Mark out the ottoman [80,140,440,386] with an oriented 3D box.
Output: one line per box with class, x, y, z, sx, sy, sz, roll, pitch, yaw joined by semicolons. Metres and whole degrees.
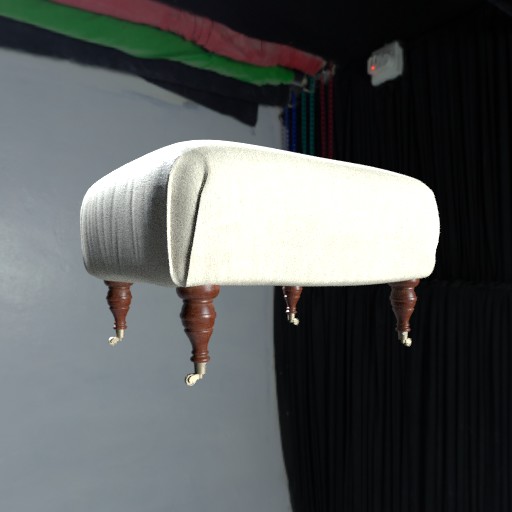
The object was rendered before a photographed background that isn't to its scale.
ottoman;0.000;0.000;1.121;0.747;0.450;0.622;0;0;-35
